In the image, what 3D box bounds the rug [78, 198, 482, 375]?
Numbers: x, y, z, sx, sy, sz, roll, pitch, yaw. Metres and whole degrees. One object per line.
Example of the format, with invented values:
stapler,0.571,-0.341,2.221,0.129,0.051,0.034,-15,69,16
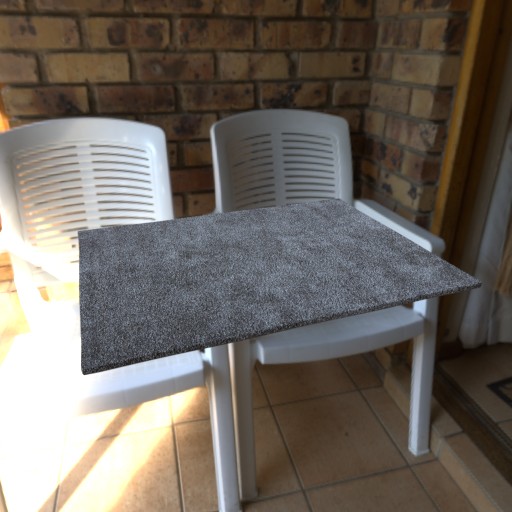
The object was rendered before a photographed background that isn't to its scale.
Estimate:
rug,0.000,0.000,2.129,1.601,0.025,1.198,-9,27,-18
